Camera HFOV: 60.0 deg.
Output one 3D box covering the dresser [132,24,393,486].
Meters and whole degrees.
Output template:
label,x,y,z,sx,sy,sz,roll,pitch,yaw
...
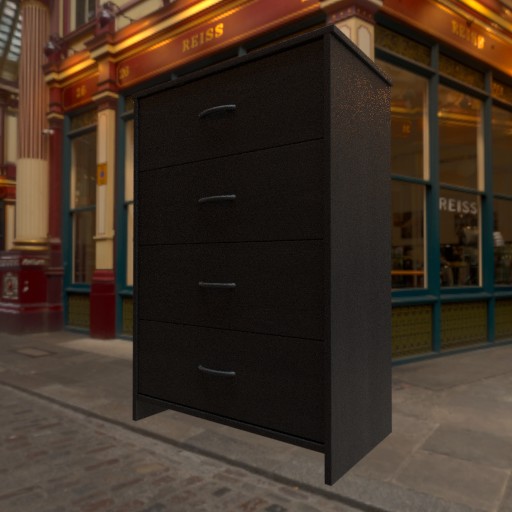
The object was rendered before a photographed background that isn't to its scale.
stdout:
label,x,y,z,sx,sy,sz,roll,pitch,yaw
dresser,0.000,0.000,1.330,0.700,1.020,0.398,-1,-1,36
